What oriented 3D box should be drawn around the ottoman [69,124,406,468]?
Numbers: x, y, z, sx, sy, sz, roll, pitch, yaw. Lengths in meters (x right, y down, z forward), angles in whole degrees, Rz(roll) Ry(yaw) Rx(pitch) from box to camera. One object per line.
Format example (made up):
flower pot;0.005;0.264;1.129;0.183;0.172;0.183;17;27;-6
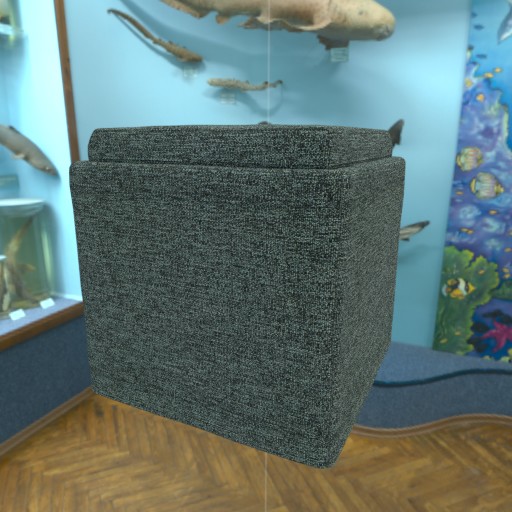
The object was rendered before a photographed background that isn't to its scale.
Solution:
ottoman;0.000;0.000;0.819;0.450;0.463;0.450;7;17;26
